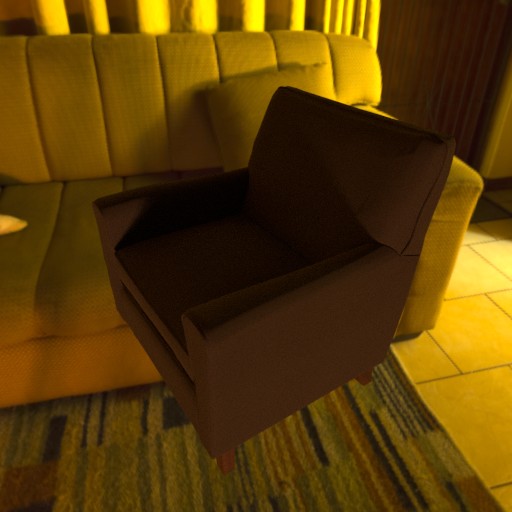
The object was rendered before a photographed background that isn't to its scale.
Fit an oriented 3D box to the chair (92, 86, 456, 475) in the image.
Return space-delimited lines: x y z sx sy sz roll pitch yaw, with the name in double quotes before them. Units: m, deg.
"chair" 0.000 0.000 1.535 0.831 0.911 0.836 -20 38 -28
